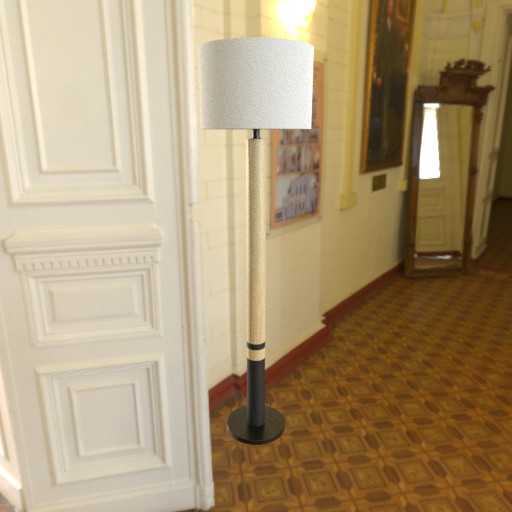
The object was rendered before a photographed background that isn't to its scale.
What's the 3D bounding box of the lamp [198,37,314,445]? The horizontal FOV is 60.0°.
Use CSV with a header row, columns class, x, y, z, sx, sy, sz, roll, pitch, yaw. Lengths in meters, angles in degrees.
class,x,y,z,sx,sy,sz,roll,pitch,yaw
lamp,0.000,0.000,1.665,0.381,1.478,0.381,-2,16,-9
